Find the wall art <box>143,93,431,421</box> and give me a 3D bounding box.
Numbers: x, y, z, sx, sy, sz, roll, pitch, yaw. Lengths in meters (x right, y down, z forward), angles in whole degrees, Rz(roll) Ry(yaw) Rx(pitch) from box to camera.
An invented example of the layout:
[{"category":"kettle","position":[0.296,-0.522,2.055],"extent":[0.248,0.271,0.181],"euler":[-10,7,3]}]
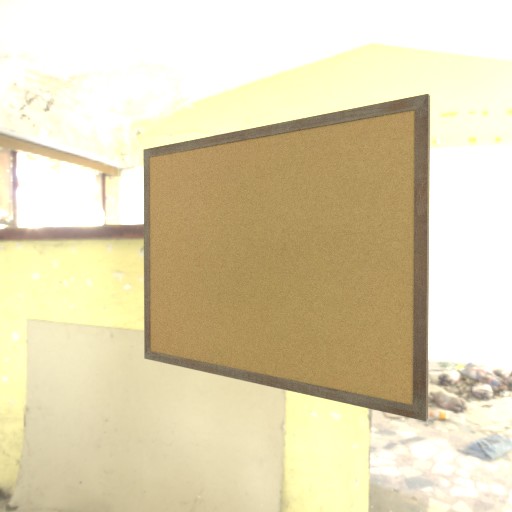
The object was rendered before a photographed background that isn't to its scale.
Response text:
[{"category":"wall art","position":[0.000,0.000,1.352],"extent":[1.012,0.774,0.019],"euler":[1,1,36]}]
